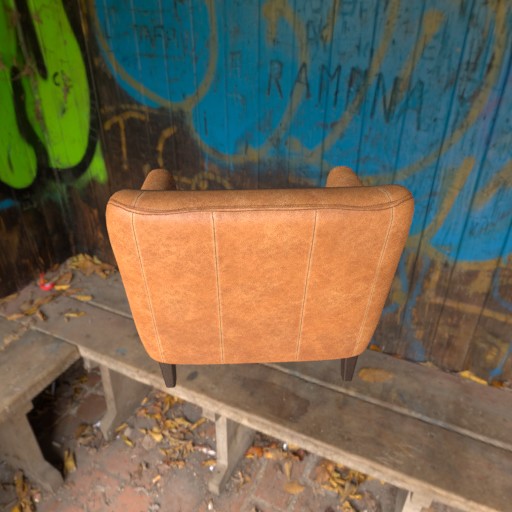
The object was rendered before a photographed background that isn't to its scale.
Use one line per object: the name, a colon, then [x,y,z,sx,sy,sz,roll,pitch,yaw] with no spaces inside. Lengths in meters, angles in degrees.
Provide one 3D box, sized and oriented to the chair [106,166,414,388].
chair: [0.000,0.000,1.882,1.037,0.980,1.034,-1,32,-2]
